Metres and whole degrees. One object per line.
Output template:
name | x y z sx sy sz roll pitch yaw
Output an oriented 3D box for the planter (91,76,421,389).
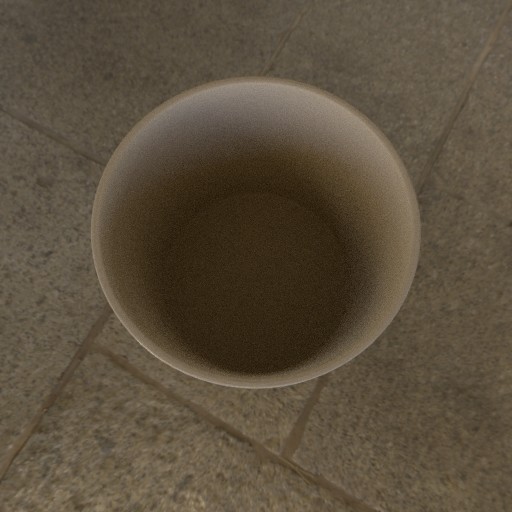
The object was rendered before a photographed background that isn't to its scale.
planter | 0.000 0.000 0.395 0.221 0.201 0.221 0 75 0
